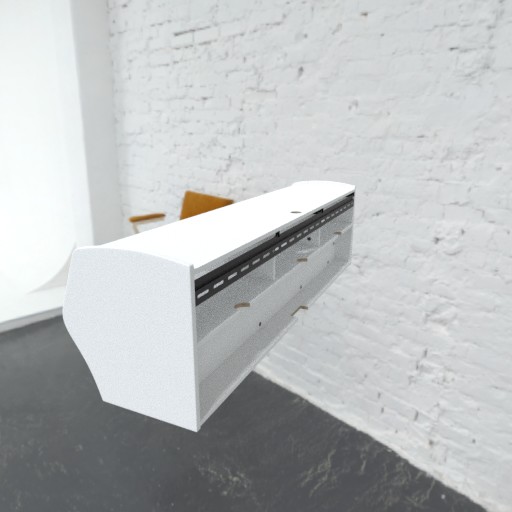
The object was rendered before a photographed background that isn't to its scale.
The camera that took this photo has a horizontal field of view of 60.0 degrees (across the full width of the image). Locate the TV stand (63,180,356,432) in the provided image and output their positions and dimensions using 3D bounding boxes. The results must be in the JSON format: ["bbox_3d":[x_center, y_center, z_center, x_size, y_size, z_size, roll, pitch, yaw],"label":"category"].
[{"bbox_3d":[0.000,0.000,1.694,0.397,0.424,1.473,7,18,24],"label":"TV stand"}]
